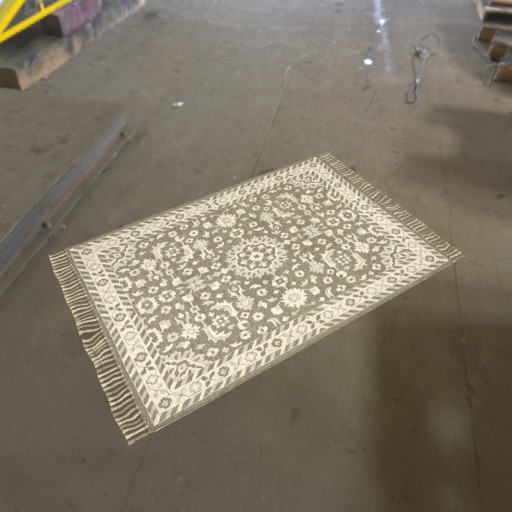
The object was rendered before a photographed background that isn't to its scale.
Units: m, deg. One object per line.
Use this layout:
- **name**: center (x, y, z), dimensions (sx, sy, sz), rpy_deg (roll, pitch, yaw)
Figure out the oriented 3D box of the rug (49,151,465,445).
- **rug**: center (0.000, 0.000, 3.031), dimensions (2.431, 0.025, 1.530), rpy_deg (-24, 51, -22)
